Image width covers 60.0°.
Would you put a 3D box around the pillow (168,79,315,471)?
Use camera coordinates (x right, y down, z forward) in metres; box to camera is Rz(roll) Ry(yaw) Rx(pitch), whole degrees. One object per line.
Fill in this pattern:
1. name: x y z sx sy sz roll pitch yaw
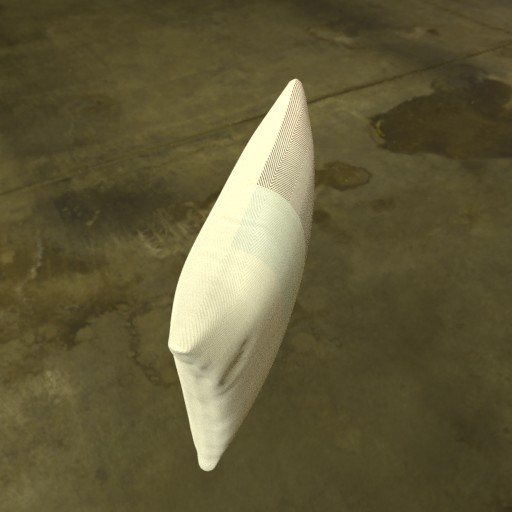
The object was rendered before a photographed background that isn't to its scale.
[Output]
1. pillow: 0.000 0.000 0.636 0.139 0.305 0.506 11 47 10
